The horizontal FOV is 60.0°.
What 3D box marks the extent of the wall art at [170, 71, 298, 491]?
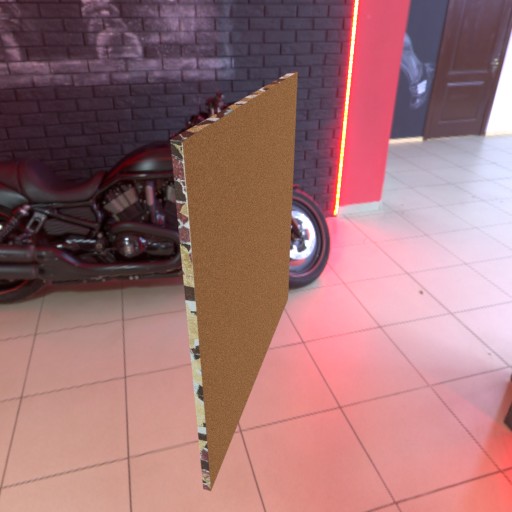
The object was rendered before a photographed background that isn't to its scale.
[{"bbox_3d":[0.000,0.000,0.584,0.010,0.406,0.404,8,30,14],"label":"wall art"}]
